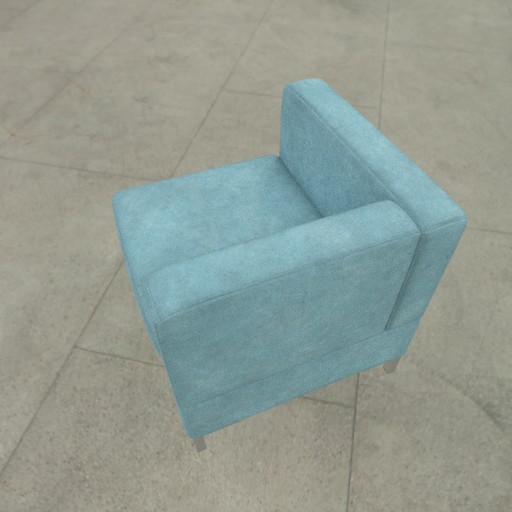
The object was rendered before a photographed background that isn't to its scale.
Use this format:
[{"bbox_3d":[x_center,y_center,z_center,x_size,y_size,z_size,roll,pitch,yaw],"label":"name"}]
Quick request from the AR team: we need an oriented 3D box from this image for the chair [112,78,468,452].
[{"bbox_3d":[0.000,0.000,1.236,0.684,0.660,0.691,-17,50,-15],"label":"chair"}]
